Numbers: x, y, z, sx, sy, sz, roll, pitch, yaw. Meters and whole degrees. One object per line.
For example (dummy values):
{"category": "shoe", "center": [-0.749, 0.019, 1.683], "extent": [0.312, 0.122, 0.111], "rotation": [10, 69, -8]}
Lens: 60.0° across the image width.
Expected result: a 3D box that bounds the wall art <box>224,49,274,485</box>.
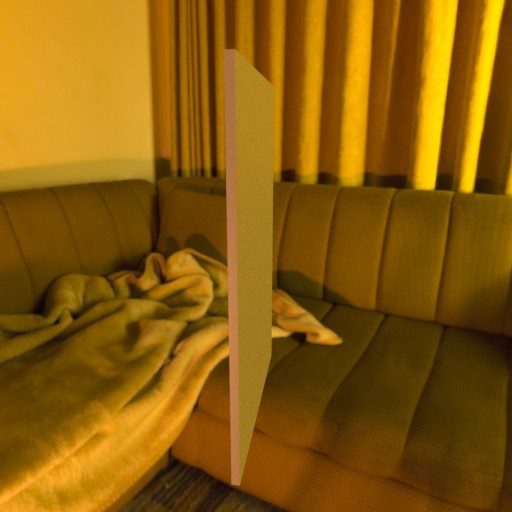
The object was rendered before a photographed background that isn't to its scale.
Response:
{"category": "wall art", "center": [0.000, 0.000, 0.617], "extent": [0.010, 0.474, 0.325], "rotation": [2, 15, 8]}
